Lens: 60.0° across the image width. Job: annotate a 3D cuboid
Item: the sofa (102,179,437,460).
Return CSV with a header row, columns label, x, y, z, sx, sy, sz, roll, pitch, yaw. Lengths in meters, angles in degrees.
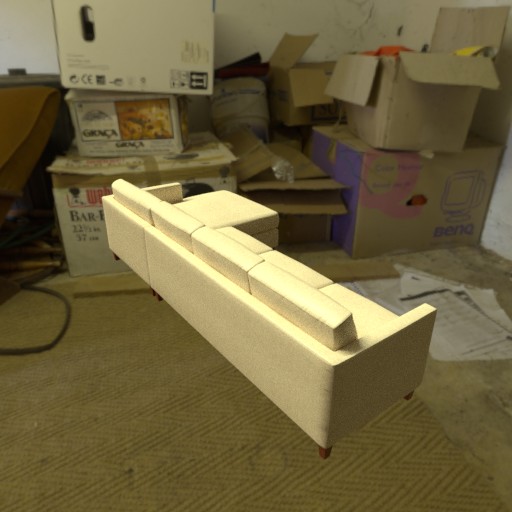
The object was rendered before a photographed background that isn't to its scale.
label,x,y,z,sx,sy,sz,roll,pitch,yaw
sofa,0.000,0.000,4.054,1.603,0.954,3.471,-18,31,-33
